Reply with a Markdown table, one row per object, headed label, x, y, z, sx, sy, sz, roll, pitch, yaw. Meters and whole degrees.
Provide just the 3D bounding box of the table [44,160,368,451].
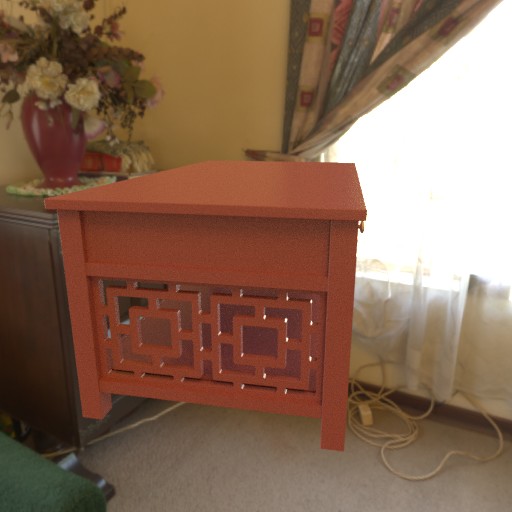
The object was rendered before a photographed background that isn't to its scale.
| label | x | y | z | sx | sy | sz | roll | pitch | yaw |
| --- | --- | --- | --- | --- | --- | --- | --- | --- | --- |
| table | 0.000 | 0.000 | 1.357 | 0.612 | 0.493 | 1.068 | 3 | 16 | 11 |
